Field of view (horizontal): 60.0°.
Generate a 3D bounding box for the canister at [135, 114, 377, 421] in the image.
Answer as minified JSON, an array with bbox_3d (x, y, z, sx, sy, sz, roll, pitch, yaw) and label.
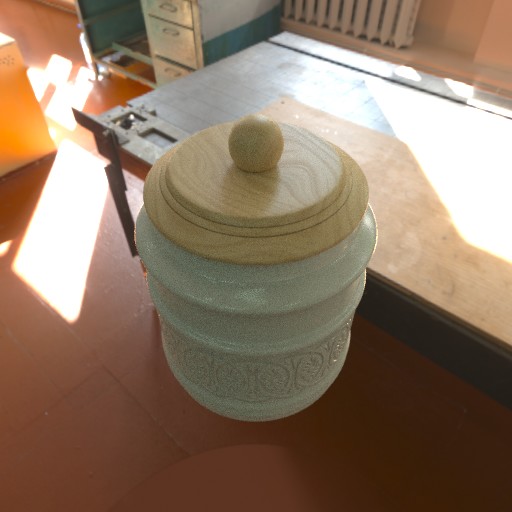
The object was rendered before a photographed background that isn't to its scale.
[{"bbox_3d":[0.000,0.000,0.262,0.130,0.176,0.130,0,45,0],"label":"canister"}]
